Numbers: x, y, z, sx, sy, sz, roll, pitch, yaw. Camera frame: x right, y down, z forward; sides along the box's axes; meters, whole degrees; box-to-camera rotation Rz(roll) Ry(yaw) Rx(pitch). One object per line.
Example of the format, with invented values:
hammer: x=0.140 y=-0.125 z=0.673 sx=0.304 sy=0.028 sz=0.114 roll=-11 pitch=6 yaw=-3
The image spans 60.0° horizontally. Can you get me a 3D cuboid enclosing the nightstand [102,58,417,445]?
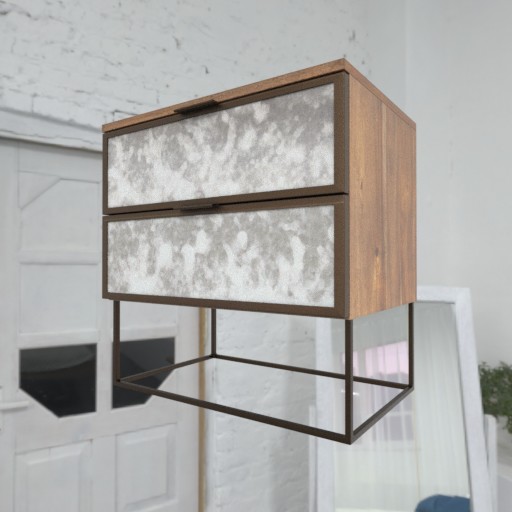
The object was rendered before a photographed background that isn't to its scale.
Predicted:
nightstand: x=0.000 y=0.000 z=1.017 sx=0.605 sy=0.611 sz=0.427 roll=0 pitch=-1 yaw=35
